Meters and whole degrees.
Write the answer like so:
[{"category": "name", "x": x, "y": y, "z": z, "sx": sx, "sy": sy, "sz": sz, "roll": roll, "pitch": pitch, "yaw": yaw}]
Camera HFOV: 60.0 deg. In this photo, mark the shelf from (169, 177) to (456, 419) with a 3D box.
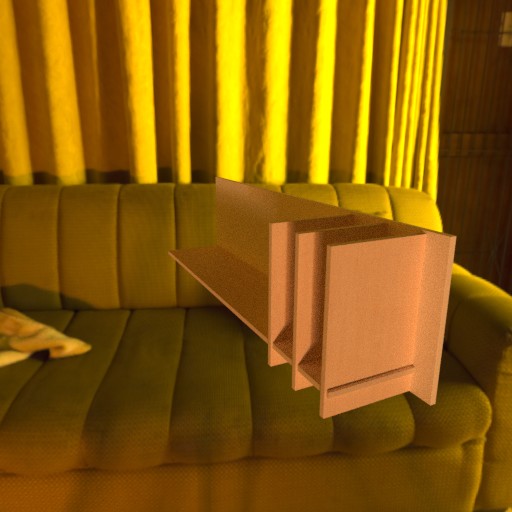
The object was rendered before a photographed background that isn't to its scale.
[{"category": "shelf", "x": 0.000, "y": 0.000, "z": 1.130, "sx": 0.200, "sy": 0.300, "sz": 1.020, "roll": -8, "pitch": 17, "yaw": -25}]
